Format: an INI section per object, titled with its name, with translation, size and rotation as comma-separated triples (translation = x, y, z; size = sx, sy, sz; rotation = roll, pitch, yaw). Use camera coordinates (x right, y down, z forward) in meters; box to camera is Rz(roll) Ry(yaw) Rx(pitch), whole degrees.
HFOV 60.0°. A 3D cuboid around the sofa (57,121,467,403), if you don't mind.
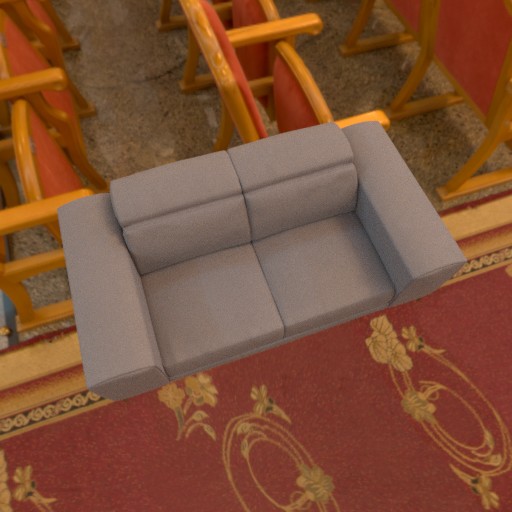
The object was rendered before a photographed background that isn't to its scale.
[sofa]
translation = 0.000, 0.000, 2.447
size = 1.895, 0.779, 1.003
rotation = -17, 64, -9
